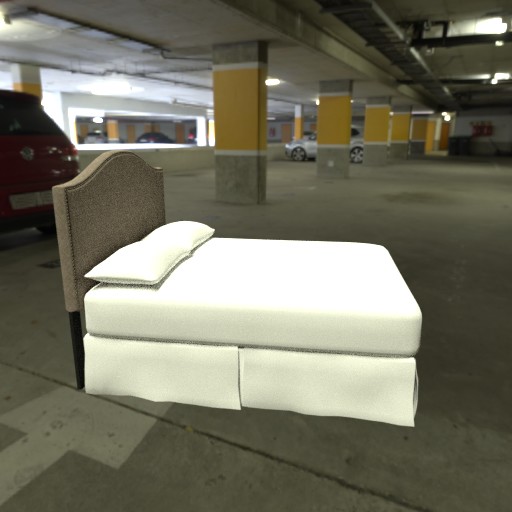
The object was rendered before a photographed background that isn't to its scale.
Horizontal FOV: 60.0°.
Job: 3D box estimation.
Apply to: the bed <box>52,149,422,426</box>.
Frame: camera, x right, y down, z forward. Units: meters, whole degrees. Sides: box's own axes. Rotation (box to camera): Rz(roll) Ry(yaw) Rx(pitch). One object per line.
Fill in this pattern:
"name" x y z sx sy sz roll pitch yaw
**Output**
"bed" 0.000 0.000 3.272 2.153 1.518 1.713 2 15 8
